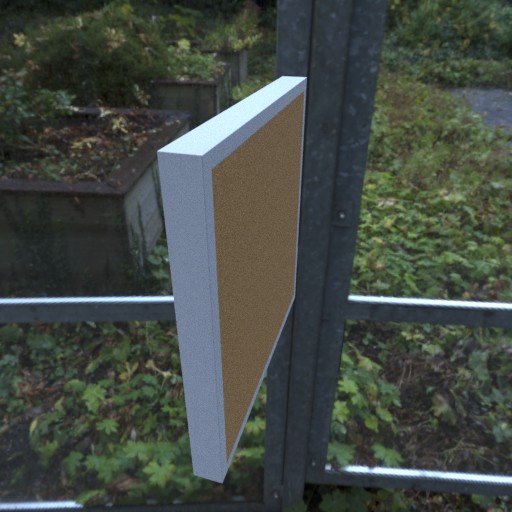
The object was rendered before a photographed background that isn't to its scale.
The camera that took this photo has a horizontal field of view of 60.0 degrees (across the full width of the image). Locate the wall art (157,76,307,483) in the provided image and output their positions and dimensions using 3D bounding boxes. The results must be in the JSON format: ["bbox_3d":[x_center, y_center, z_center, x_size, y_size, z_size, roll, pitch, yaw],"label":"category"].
[{"bbox_3d":[0.000,0.000,0.609,0.038,0.406,0.406,9,31,15],"label":"wall art"}]
